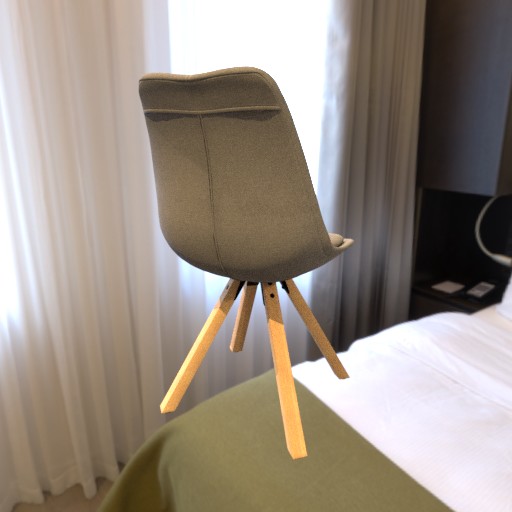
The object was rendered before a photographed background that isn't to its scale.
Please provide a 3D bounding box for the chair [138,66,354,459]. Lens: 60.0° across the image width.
[{"bbox_3d":[0.000,0.000,1.178,0.474,0.863,0.549,8,18,26],"label":"chair"}]
